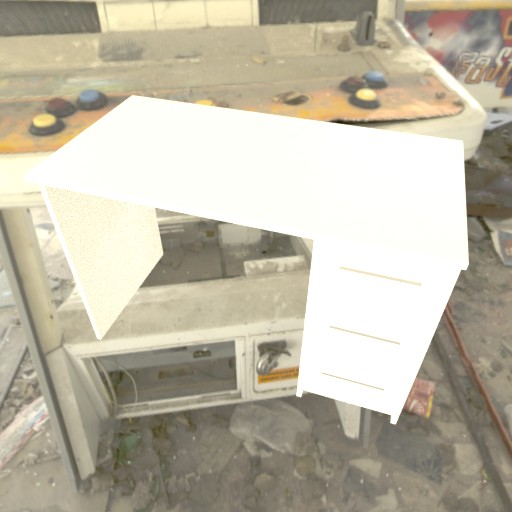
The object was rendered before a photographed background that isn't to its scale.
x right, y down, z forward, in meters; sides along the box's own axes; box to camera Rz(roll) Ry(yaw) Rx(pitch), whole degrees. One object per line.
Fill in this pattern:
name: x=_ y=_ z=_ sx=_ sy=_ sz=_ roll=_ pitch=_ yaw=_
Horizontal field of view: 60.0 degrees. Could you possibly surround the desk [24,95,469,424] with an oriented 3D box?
desk: x=0.000 y=0.000 z=1.474 sx=1.097 sy=0.735 sz=0.560 roll=12 pitch=43 yaw=13
